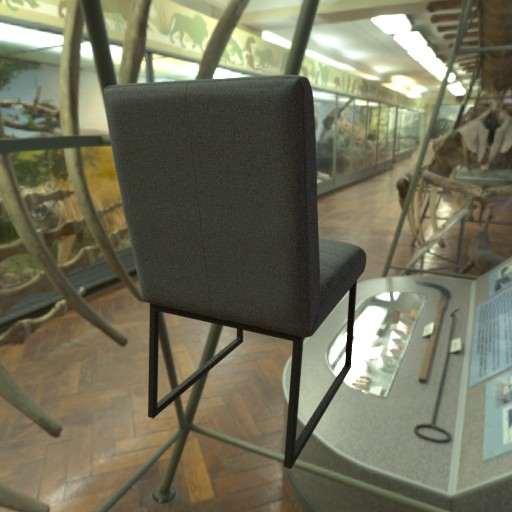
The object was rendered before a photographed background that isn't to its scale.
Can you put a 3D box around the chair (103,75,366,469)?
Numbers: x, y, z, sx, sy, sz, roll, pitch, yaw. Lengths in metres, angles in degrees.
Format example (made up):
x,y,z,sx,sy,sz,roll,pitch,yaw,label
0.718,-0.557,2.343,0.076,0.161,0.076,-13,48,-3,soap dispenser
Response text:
x,y,z,sx,sy,sz,roll,pitch,yaw,label
0.000,0.000,1.311,0.520,0.930,0.634,8,18,26,chair
